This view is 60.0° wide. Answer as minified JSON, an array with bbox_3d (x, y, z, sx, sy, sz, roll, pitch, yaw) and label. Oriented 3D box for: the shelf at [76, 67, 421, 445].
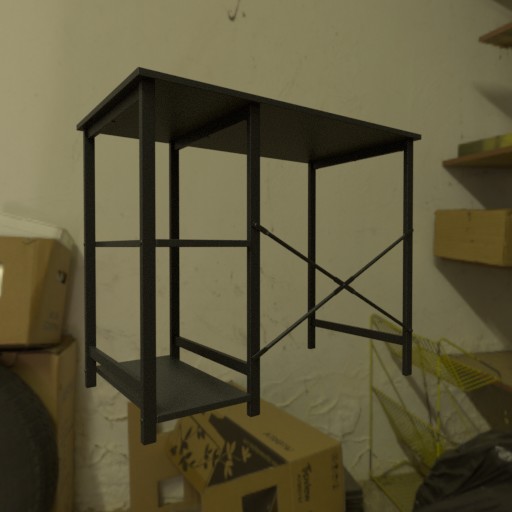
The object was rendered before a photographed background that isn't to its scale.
[{"bbox_3d":[0.000,0.000,1.324,0.902,0.749,0.498,-1,1,-35],"label":"shelf"}]
